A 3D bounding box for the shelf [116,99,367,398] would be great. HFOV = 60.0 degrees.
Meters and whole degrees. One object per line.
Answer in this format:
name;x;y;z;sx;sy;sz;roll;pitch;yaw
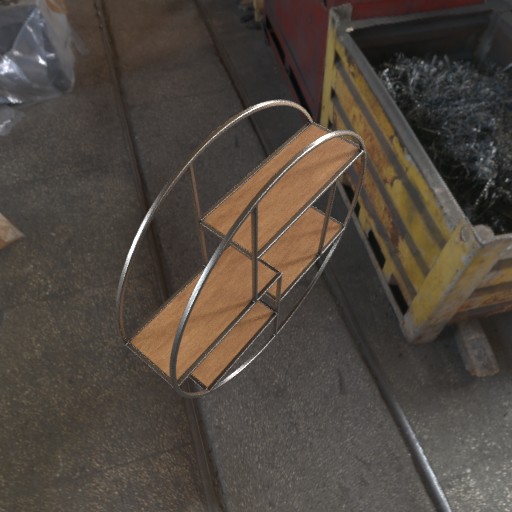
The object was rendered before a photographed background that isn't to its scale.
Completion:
shelf;0.000;0.000;1.348;0.202;0.888;0.888;34;62;21
